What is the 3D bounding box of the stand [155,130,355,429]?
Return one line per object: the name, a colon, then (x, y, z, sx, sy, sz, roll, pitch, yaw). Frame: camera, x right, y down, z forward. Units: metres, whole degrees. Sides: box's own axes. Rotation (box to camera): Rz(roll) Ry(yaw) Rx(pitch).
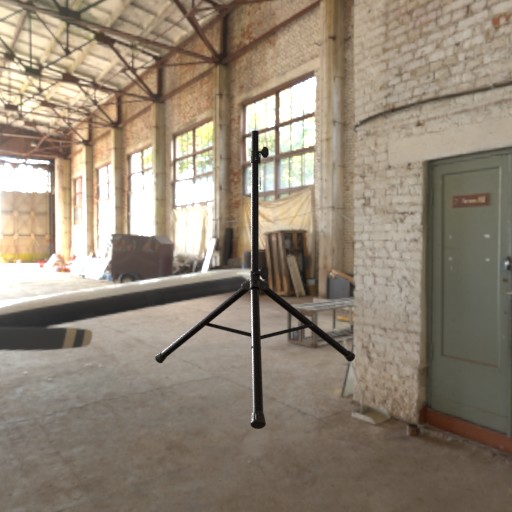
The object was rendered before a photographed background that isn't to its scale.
stand: (0.000, 0.000, 1.895, 1.045, 1.136, 0.907, 0, 2, 0)
